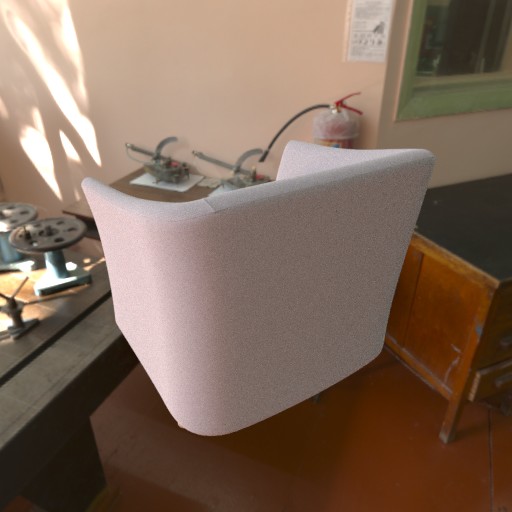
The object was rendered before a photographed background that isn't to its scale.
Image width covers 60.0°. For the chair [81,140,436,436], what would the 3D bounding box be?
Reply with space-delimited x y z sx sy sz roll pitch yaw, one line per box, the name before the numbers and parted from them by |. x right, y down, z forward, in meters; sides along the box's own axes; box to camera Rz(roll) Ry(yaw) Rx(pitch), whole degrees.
chair | 0.000 0.000 1.337 0.790 0.720 0.700 -18 34 -28
